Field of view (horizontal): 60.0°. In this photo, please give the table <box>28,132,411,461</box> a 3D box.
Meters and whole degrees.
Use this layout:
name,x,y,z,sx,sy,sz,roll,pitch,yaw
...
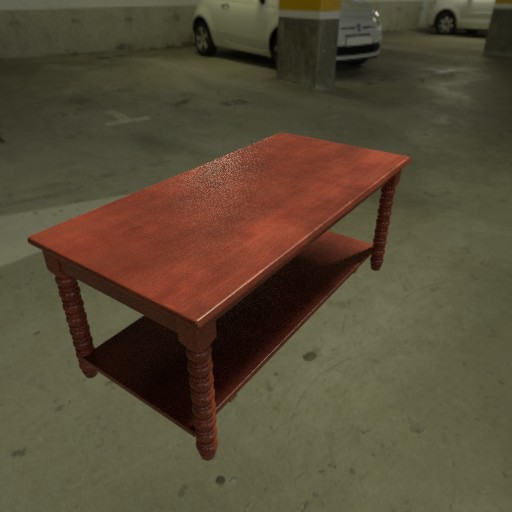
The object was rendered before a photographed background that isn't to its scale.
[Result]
name,x,y,z,sx,sy,sz,roll,pitch,yaw
table,0.000,0.000,1.489,0.580,0.485,1.171,20,36,30
